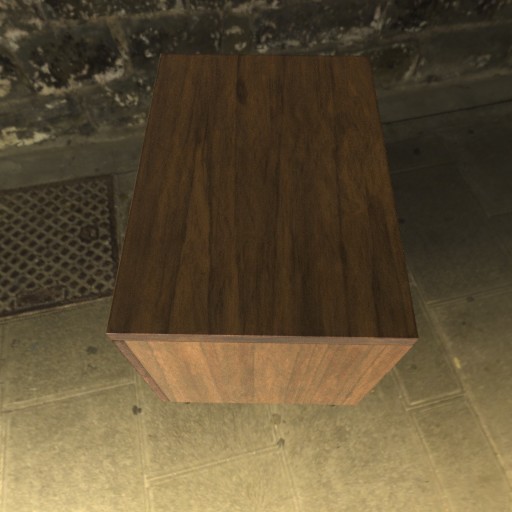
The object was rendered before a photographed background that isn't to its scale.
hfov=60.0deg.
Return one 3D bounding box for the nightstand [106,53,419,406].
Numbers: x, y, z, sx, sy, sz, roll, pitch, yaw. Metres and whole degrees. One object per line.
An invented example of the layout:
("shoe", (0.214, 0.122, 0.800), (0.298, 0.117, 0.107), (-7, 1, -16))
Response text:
("nightstand", (0.000, 0.000, 1.027), (0.458, 0.610, 0.610), (1, 60, 0))
